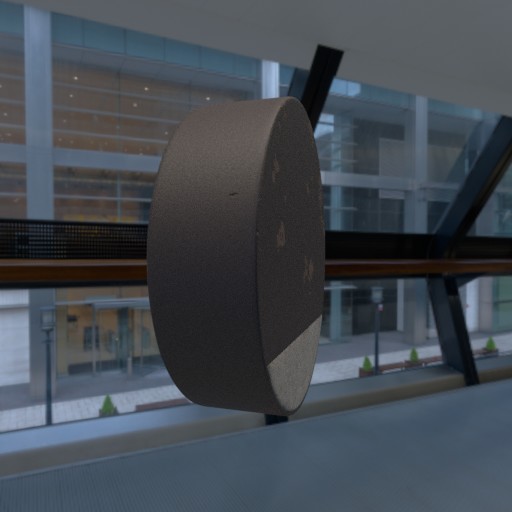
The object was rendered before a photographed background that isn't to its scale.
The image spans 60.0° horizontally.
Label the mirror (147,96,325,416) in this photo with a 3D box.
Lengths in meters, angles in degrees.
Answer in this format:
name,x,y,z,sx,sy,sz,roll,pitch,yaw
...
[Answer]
name,x,y,z,sx,sy,sz,roll,pitch,yaw
mirror,0.000,0.000,0.583,0.126,0.386,0.386,1,2,18
